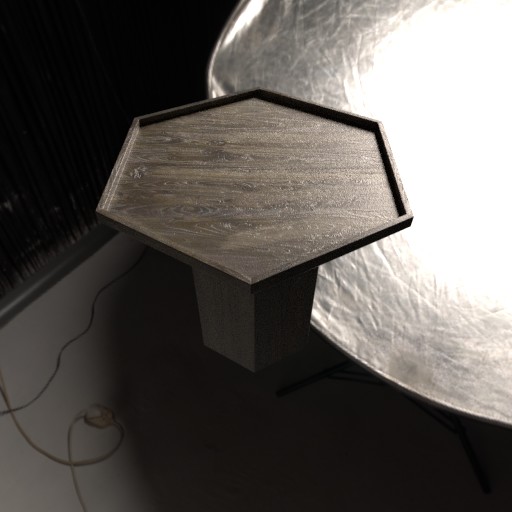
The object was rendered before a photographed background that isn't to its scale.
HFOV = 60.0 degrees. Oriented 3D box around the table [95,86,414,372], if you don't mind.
[{"bbox_3d":[0.000,0.000,1.152,0.683,0.586,0.592,24,51,21],"label":"table"}]
